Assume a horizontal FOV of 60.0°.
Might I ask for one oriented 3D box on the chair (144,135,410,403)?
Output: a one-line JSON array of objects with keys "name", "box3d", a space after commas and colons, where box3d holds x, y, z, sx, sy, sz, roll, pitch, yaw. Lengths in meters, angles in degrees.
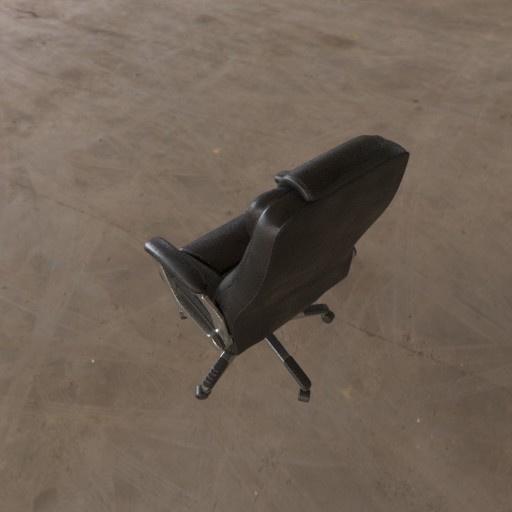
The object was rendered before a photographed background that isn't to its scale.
[{"name": "chair", "box3d": [0.000, 0.000, 1.527, 0.697, 1.075, 0.689, -32, 54, -27]}]
